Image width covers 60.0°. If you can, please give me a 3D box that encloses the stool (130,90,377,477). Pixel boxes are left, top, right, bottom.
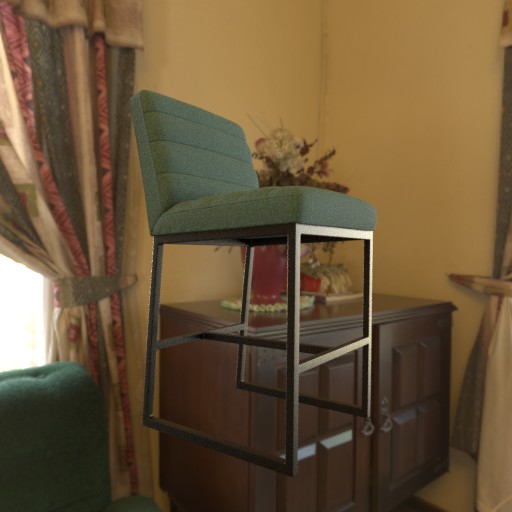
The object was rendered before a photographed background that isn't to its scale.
[{"bbox_3d":[0.000,0.000,1.268,0.560,0.940,0.460,0,1,36],"label":"stool"}]
